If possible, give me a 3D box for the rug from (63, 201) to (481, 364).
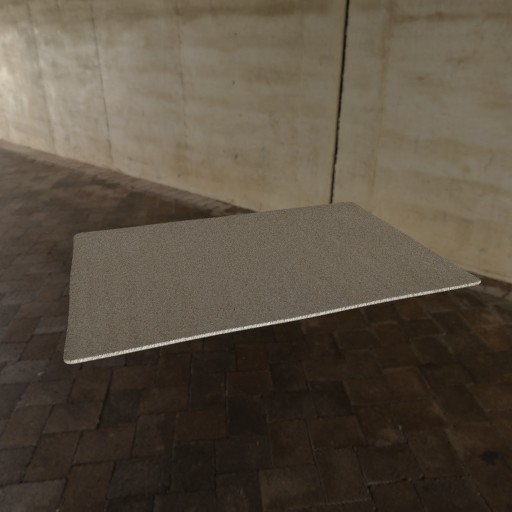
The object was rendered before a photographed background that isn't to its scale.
[{"bbox_3d":[0.000,0.000,3.436,2.698,0.025,1.798,-8,27,-17],"label":"rug"}]
